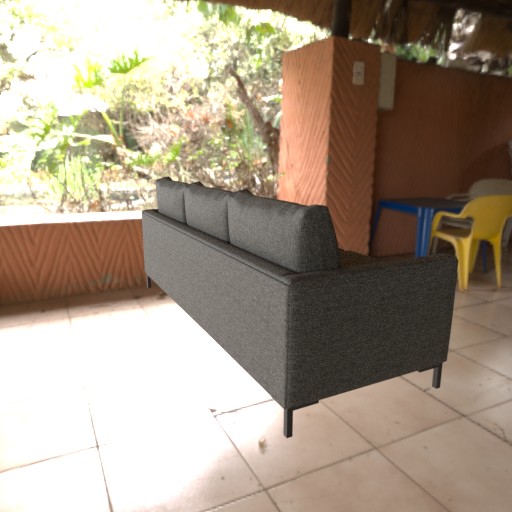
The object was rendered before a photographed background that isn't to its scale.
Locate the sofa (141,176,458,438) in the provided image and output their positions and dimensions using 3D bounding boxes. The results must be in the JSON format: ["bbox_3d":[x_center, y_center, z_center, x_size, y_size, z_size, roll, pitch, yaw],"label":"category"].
[{"bbox_3d":[0.000,0.000,2.710,0.876,0.879,2.253,-7,15,-26],"label":"sofa"}]
